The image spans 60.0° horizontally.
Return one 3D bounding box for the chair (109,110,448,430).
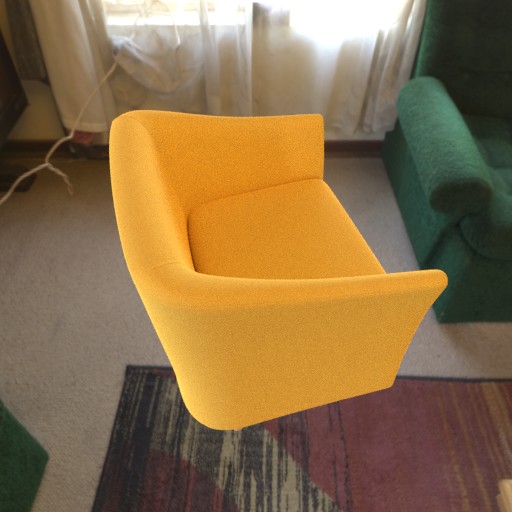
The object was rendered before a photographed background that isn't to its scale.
[{"bbox_3d":[0.000,0.000,1.343,0.700,0.720,0.790,-12,47,-11],"label":"chair"}]
